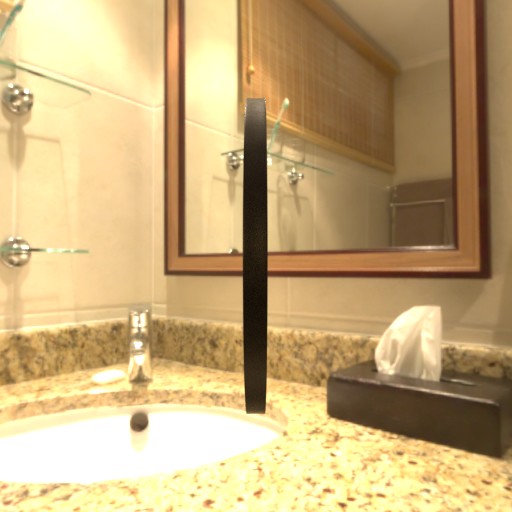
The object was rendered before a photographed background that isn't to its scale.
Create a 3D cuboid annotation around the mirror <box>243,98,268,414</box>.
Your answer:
[{"bbox_3d":[0.000,0.000,0.841,0.032,0.565,0.565,0,-1,0],"label":"mirror"}]
